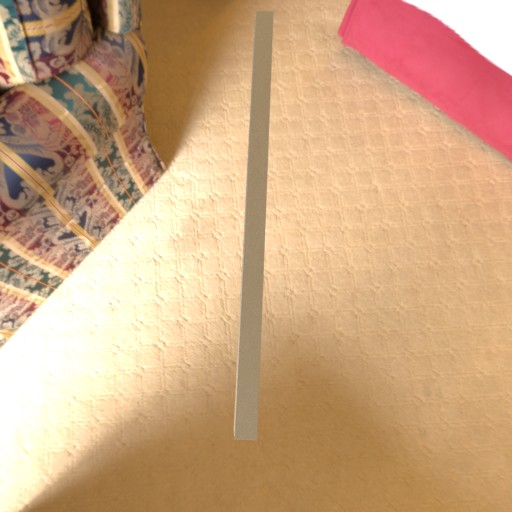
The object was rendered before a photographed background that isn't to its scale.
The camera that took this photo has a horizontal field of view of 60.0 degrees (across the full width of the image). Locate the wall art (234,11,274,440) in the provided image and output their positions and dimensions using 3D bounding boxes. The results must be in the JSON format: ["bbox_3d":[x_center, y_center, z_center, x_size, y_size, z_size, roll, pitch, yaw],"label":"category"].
[{"bbox_3d":[0.000,0.000,1.180,0.038,0.807,0.809,2,75,1],"label":"wall art"}]
